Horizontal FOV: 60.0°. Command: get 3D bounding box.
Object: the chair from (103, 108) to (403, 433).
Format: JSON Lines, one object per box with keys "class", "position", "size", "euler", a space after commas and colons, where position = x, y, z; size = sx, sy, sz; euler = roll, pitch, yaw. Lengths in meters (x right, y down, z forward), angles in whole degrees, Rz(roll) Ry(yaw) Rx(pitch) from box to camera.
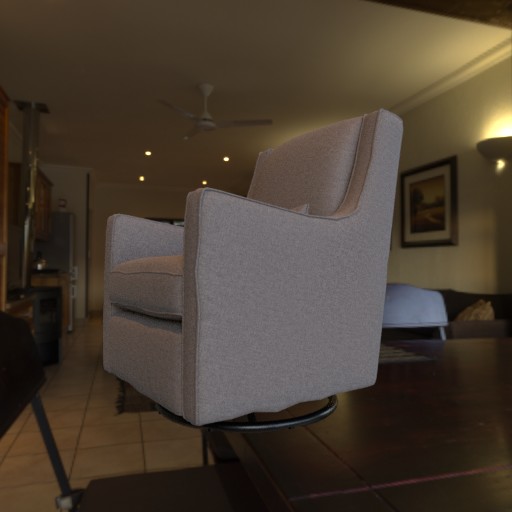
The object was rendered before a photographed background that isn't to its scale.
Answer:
{"class": "chair", "position": [0.000, 0.000, 1.550], "size": [0.879, 0.993, 0.732], "euler": [1, -2, -35]}
